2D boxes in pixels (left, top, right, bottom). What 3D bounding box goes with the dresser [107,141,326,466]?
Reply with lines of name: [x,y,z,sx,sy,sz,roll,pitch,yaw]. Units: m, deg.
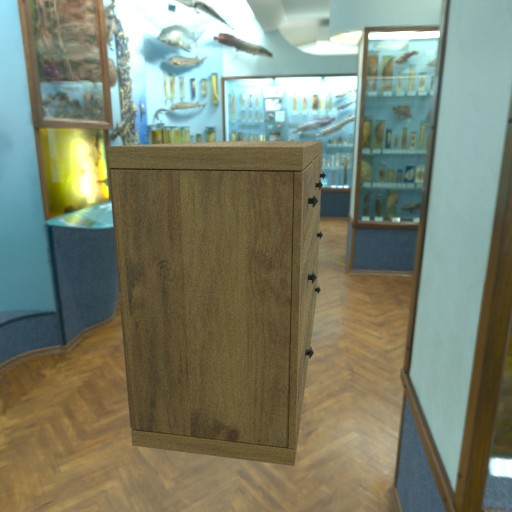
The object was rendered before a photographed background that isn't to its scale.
dresser: [0.000,0.000,1.668,0.479,0.825,1.261,3,15,10]
